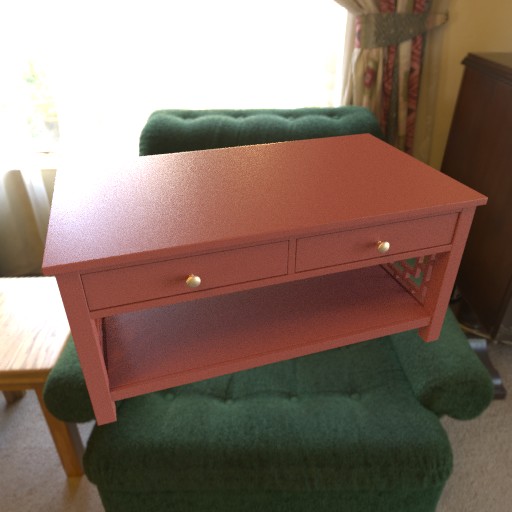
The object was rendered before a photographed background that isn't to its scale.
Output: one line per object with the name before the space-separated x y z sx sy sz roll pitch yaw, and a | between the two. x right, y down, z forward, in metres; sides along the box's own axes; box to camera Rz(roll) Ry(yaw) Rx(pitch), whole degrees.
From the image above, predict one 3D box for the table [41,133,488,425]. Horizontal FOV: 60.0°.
table | 0.000 0.000 1.367 1.068 0.493 0.612 -10 33 -15
